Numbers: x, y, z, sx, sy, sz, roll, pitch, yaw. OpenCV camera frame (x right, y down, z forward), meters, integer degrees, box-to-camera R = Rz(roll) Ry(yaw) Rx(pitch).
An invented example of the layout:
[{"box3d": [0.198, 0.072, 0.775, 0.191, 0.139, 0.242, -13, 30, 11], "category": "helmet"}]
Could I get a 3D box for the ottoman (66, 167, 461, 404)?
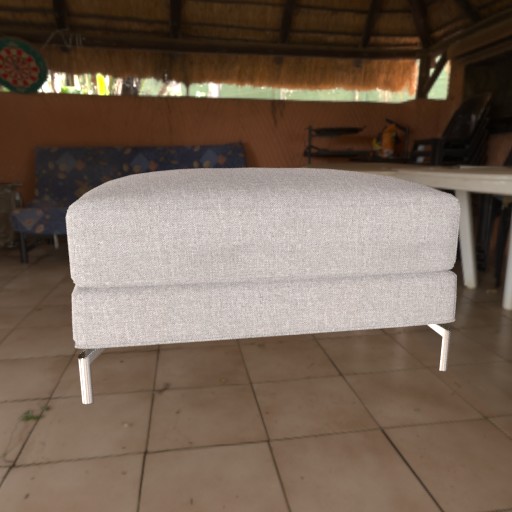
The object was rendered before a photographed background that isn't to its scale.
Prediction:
[{"box3d": [0.000, 0.000, 1.173, 0.838, 0.457, 0.584, -2, 13, -10], "category": "ottoman"}]
